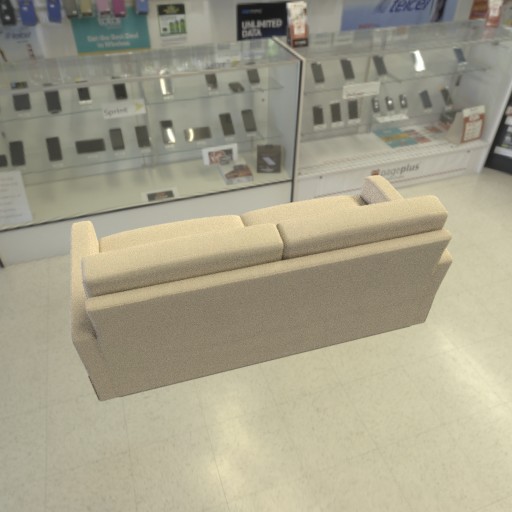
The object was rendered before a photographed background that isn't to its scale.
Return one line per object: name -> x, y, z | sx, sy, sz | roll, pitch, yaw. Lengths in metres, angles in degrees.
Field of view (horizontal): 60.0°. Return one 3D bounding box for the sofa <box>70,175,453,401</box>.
sofa -> 0.000, 0.000, 2.339 | 1.808, 0.831, 0.894 | -11, 41, -12
